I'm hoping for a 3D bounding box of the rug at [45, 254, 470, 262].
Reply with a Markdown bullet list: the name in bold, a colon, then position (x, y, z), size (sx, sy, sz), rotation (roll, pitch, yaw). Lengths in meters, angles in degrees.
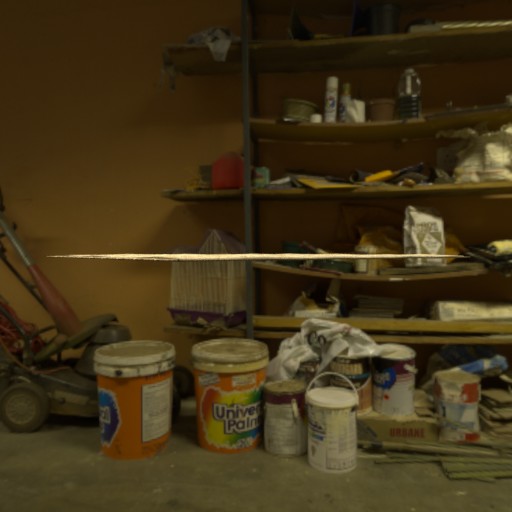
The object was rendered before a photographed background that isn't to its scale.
- **rug**: position (0.000, 0.000, 4.049), size (3.061, 0.034, 2.426), rotation (0, 1, -37)
